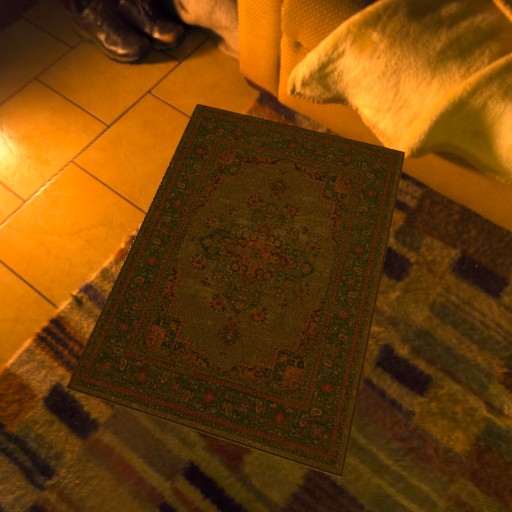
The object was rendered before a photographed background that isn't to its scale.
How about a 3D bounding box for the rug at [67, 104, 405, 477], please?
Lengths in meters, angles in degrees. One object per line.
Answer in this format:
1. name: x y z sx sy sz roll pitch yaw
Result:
1. rug: 0.000 0.000 2.877 1.609 0.013 2.214 15 66 7
